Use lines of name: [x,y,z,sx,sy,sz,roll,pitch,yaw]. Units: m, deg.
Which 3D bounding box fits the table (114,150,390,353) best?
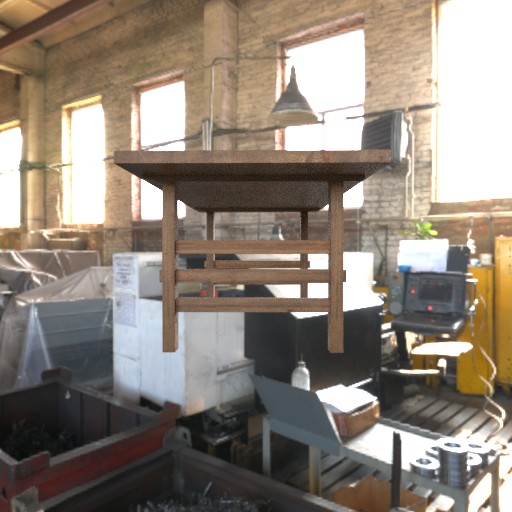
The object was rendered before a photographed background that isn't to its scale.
table: [0.000,0.000,2.530,0.952,0.760,2.003,0,1,1]
